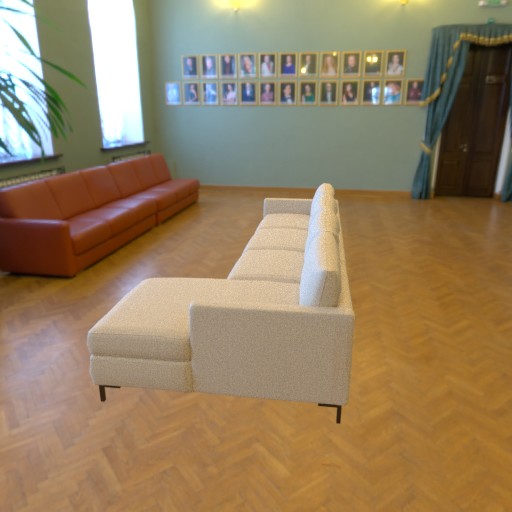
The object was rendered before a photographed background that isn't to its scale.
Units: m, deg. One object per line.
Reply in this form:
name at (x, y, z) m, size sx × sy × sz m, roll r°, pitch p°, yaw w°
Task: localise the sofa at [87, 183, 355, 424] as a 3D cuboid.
sofa at (0.000, 0.000, 3.282) m, size 1.258 × 0.755 × 2.731 m, roll 3°, pitch 18°, yaw 8°
